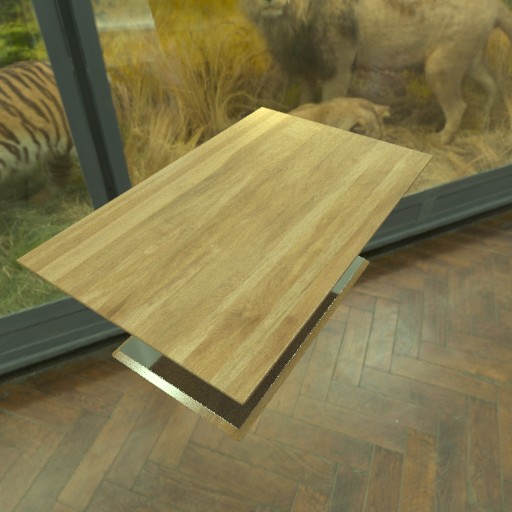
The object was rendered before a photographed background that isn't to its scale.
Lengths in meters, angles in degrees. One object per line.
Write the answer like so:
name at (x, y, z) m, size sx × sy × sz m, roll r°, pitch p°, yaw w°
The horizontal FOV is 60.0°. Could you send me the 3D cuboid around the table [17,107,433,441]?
table at (0.000, 0.000, 1.440) m, size 0.692 × 0.441 × 1.100 m, roll 24°, pitch 47°, yaw 25°
